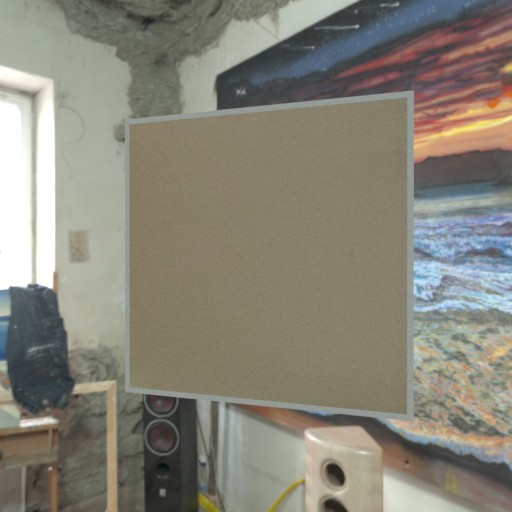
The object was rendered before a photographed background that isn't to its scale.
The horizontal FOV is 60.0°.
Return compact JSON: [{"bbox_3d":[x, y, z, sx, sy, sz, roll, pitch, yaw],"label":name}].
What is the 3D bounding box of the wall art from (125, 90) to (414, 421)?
[{"bbox_3d":[0.000,0.000,0.680,0.456,0.456,0.007,0,0,17],"label":"wall art"}]
